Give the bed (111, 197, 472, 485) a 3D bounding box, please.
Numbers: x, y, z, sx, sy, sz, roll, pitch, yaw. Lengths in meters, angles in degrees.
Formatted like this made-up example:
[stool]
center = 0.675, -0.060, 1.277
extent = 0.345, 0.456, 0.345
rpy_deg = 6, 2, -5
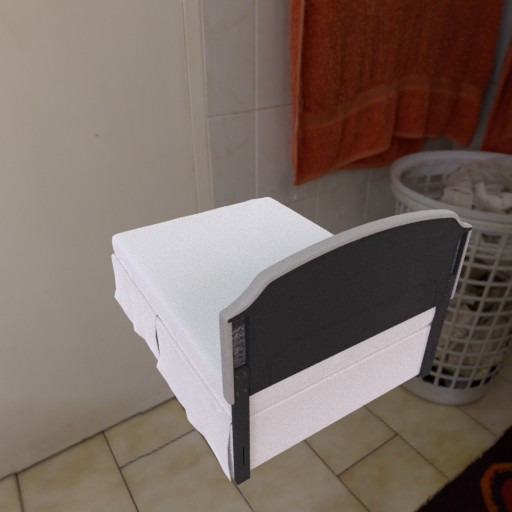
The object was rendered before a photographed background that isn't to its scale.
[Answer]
[bed]
center = 0.000, 0.000, 2.993
extent = 1.558, 1.270, 1.999
rpy_deg = -17, 34, -27
